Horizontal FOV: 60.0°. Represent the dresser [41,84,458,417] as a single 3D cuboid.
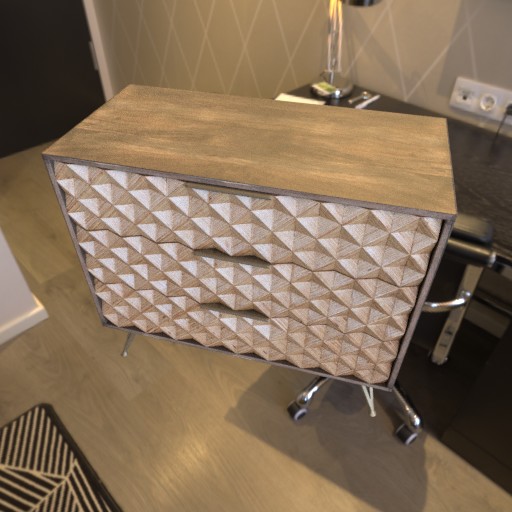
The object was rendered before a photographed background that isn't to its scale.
[{"bbox_3d":[0.000,0.000,1.367,0.923,0.801,0.453,10,43,11],"label":"dresser"}]
